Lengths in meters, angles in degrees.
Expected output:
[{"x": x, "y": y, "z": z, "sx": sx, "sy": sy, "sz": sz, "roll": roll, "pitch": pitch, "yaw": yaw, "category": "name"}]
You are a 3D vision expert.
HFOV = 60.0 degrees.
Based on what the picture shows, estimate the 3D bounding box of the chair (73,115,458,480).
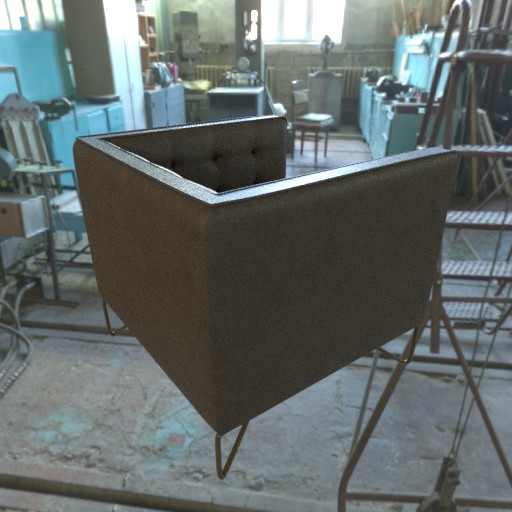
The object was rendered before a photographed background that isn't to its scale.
[{"x": 0.000, "y": 0.000, "z": 1.541, "sx": 0.894, "sy": 0.790, "sz": 0.880, "roll": -18, "pitch": 31, "yaw": -33, "category": "chair"}]
